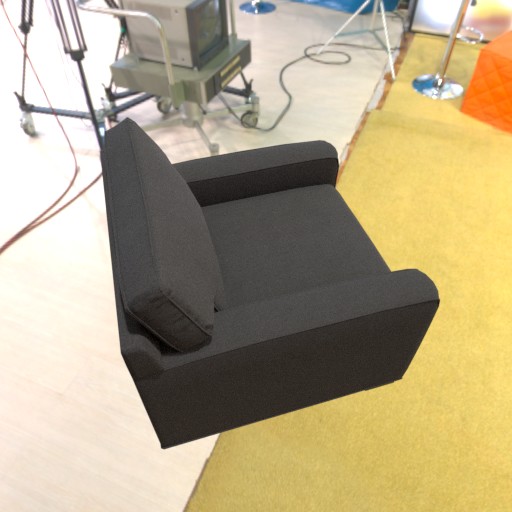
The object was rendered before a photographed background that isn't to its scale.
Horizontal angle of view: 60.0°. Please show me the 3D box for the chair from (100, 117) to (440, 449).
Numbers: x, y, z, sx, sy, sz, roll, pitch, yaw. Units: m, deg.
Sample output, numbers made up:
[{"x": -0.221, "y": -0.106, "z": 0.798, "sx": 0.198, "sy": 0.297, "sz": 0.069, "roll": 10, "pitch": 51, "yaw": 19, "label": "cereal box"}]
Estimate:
[{"x": 0.000, "y": 0.000, "z": 1.801, "sx": 1.043, "sy": 0.913, "sz": 0.997, "roll": -12, "pitch": 49, "yaw": -11, "label": "chair"}]
